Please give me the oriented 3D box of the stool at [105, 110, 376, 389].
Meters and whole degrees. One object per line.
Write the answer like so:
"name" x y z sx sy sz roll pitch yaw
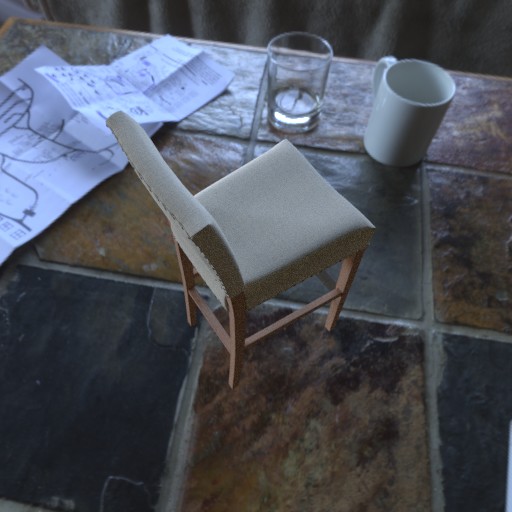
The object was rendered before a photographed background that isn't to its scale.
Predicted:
"stool" 0.000 0.000 1.423 0.546 1.143 0.428 -31 64 -17
